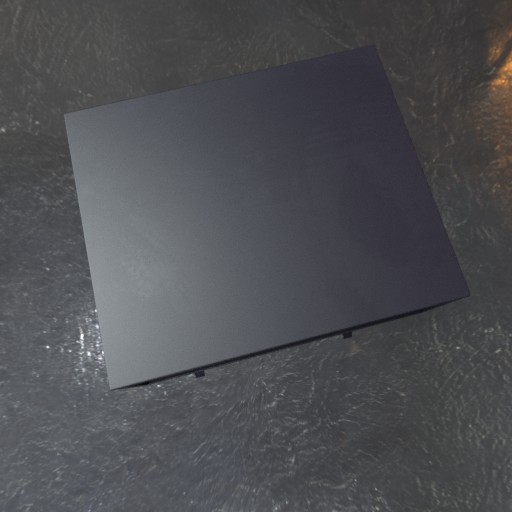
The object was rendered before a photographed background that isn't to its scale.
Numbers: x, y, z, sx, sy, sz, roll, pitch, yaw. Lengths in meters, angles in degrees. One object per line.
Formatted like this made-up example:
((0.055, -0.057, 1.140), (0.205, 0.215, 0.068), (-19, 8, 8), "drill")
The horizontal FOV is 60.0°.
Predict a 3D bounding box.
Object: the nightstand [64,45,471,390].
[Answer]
((0.000, 0.000, 0.915), (0.479, 0.623, 0.402), (-14, 76, -4), "nightstand")
